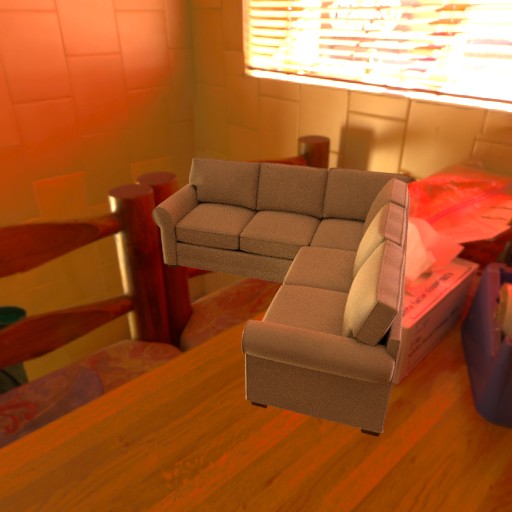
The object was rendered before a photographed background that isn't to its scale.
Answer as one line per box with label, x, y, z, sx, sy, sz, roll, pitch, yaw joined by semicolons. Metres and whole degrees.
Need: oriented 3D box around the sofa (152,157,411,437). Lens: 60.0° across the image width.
sofa;0.000;0.000;3.938;2.487;1.053;2.562;9;30;16
